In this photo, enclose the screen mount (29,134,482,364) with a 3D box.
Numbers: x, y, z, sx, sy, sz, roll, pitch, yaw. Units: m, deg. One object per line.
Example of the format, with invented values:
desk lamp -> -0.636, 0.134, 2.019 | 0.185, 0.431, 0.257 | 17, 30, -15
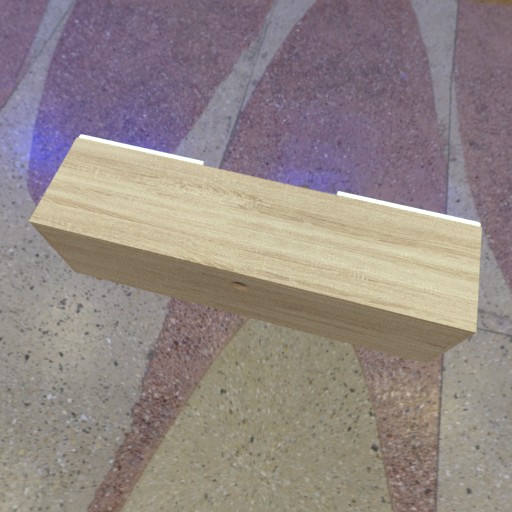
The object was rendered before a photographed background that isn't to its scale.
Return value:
screen mount -> 0.000, 0.000, 1.776 | 1.500, 0.570, 0.420 | 14, 65, 7
